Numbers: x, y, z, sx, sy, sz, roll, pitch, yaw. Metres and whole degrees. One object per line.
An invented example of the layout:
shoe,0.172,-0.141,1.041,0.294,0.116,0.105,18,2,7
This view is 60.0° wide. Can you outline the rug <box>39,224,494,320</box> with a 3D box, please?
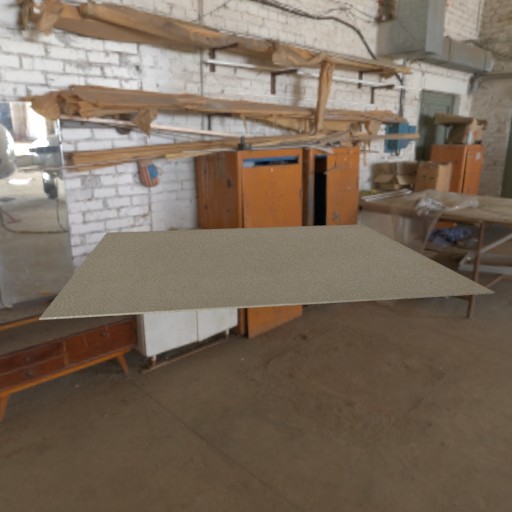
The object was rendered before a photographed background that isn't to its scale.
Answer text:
rug,0.000,0.000,3.458,2.584,0.011,2.073,-2,16,-8
